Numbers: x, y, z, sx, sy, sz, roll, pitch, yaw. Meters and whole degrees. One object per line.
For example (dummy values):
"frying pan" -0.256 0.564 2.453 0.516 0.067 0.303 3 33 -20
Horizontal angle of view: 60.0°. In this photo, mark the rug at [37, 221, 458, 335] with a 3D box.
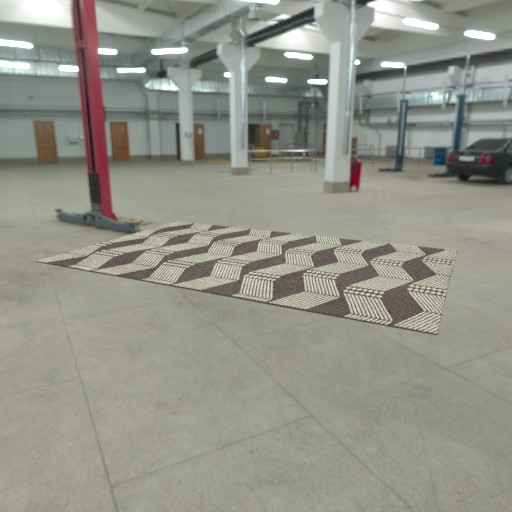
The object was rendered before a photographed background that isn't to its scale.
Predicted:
"rug" 0.000 0.000 3.008 2.435 0.011 1.517 8 17 26
